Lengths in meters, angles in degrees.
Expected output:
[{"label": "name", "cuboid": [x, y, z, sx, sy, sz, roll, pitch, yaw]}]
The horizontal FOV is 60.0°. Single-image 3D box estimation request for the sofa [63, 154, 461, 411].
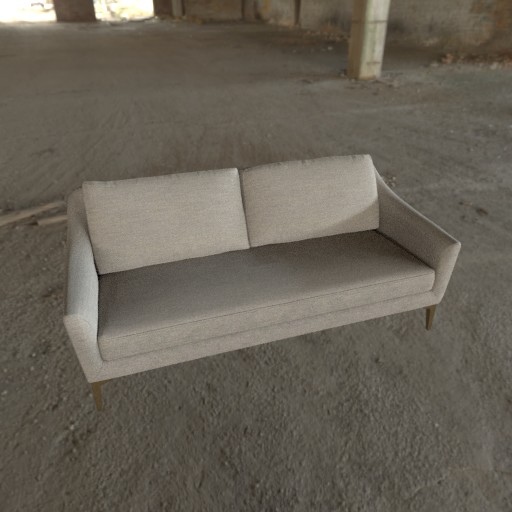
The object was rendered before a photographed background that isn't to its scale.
[{"label": "sofa", "cuboid": [0.000, 0.000, 2.579, 2.036, 0.913, 0.980, -10, 32, -16]}]
